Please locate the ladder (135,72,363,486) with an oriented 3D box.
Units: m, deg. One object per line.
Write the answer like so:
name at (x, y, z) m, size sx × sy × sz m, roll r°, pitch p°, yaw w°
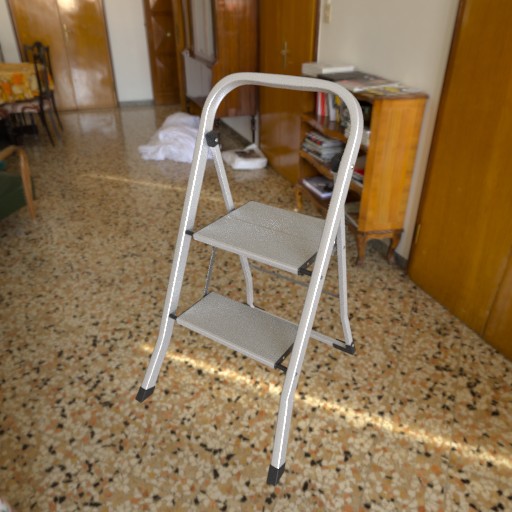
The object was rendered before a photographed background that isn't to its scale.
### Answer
ladder at (0.000, 0.000, 1.119) m, size 0.465 × 0.830 × 0.530 m, roll 19°, pitch 35°, yaw 29°
